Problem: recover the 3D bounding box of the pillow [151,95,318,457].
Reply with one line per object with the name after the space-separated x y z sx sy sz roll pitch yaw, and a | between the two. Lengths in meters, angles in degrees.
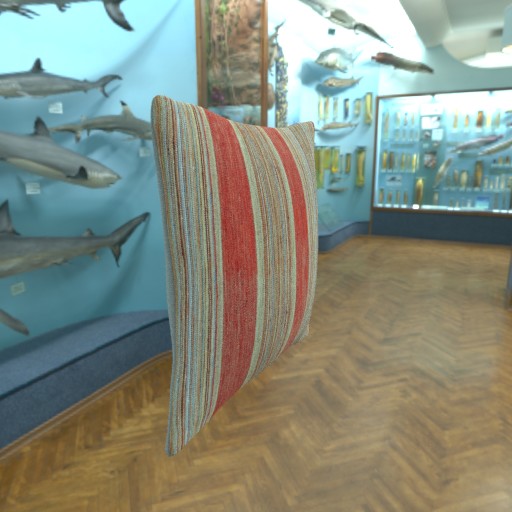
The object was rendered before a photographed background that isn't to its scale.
0.000 0.000 0.671 0.136 0.419 0.437 7 14 28 | pillow
